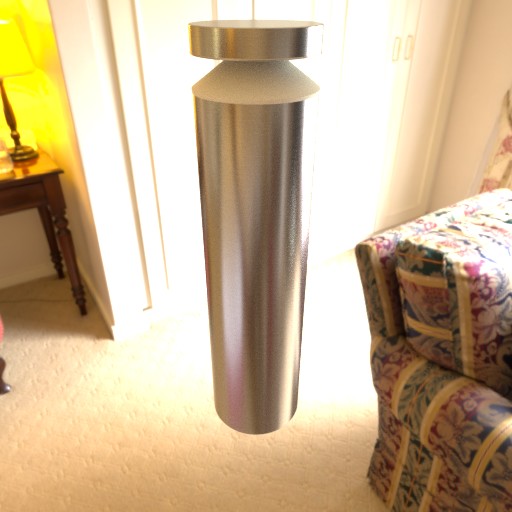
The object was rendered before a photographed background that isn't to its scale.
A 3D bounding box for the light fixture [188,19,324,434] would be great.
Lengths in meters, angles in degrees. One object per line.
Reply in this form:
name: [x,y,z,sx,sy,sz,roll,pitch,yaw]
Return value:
light fixture: [0.000,0.000,0.430,0.102,0.400,0.102,10,32,16]
